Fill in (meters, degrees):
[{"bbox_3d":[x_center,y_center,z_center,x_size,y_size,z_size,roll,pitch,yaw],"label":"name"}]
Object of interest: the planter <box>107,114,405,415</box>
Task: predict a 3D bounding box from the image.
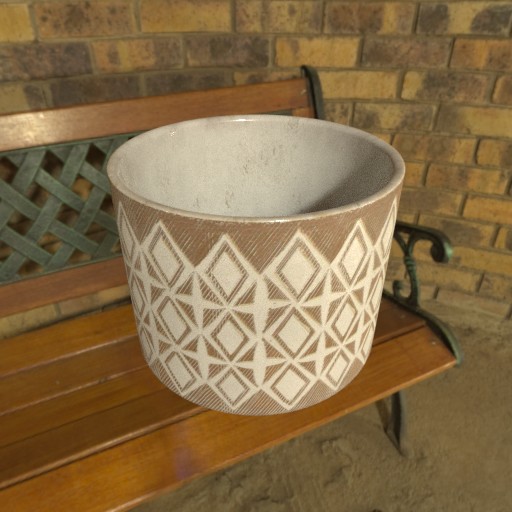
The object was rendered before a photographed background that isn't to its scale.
[{"bbox_3d":[0.000,0.000,0.342,0.193,0.165,0.193,0,33,0],"label":"planter"}]
